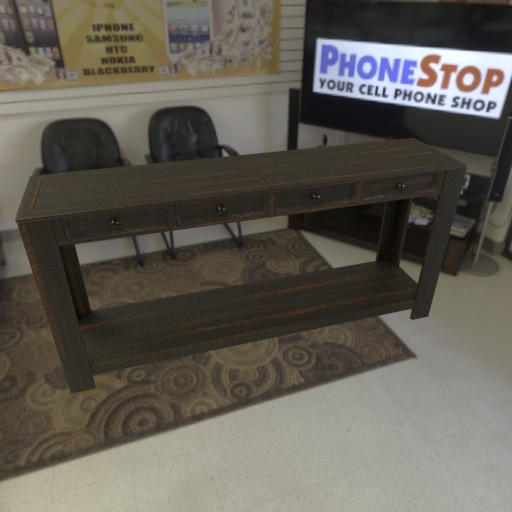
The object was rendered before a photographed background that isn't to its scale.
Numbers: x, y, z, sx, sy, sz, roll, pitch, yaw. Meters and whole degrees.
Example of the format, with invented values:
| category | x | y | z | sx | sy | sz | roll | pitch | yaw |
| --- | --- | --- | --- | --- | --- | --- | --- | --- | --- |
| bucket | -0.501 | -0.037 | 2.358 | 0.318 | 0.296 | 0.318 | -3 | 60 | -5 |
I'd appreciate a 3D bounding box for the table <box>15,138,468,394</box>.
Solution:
| category | x | y | z | sx | sy | sz | roll | pitch | yaw |
| --- | --- | --- | --- | --- | --- | --- | --- | --- | --- |
| table | 0.000 | 0.000 | 1.884 | 1.631 | 0.762 | 0.384 | -9 | 33 | -14 |
